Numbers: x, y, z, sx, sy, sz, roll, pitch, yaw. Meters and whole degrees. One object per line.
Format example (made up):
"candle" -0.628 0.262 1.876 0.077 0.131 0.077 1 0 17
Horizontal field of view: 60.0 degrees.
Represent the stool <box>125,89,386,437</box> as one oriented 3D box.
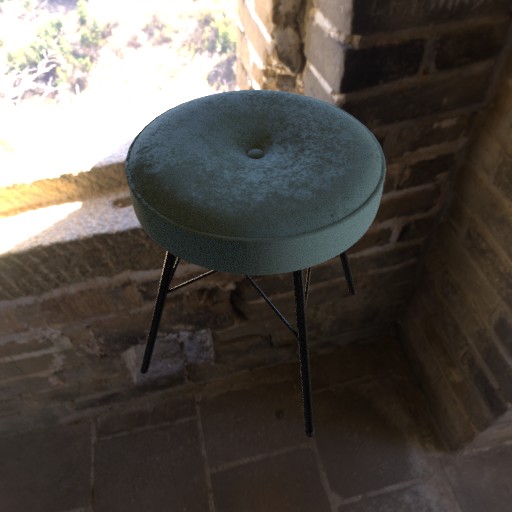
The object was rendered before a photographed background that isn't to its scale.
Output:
"stool" 0.000 0.000 0.878 0.457 0.519 0.458 23 51 20
